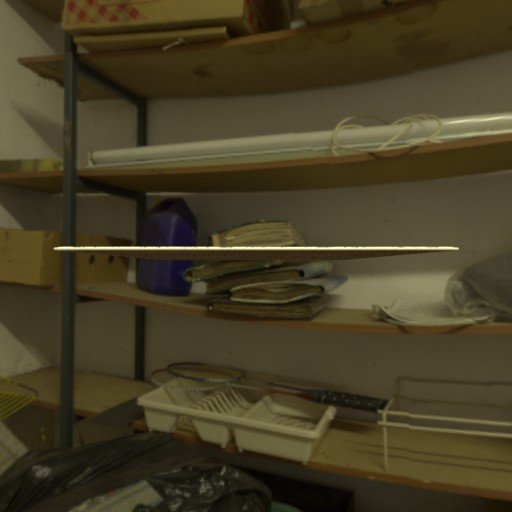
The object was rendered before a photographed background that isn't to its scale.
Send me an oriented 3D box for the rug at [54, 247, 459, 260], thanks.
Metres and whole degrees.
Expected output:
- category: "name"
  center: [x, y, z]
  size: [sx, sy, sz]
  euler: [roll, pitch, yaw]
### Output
- category: "rug"
  center: [0.000, 0.000, 2.826]
  size: [1.586, 0.014, 2.197]
  euler: [0, -2, 0]
